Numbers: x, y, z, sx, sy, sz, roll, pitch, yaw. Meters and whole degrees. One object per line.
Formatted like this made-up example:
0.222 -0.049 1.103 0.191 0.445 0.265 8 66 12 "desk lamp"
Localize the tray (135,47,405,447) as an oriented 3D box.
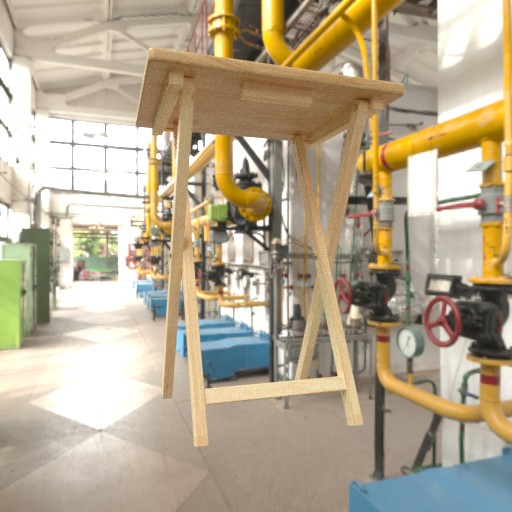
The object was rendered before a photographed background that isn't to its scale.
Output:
0.000 0.000 0.953 0.483 0.660 0.381 0 0 -18 "tray"
